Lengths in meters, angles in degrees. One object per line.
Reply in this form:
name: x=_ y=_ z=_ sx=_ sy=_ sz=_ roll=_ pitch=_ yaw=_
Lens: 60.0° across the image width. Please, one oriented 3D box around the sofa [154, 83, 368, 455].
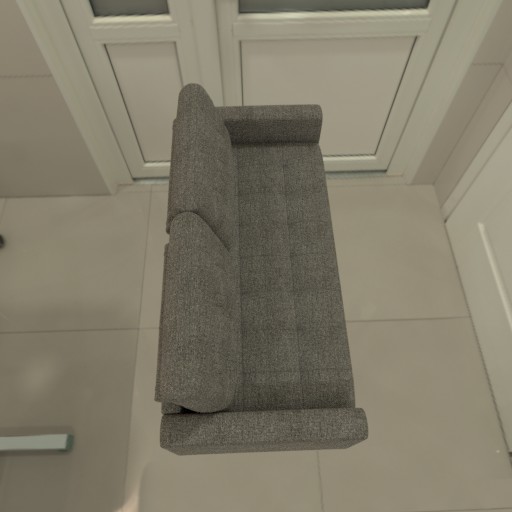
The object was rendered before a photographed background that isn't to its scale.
sofa: x=0.000 y=0.000 z=2.290 sx=0.863 sy=0.902 sz=1.821 roll=-2 pitch=62 yaw=-1
